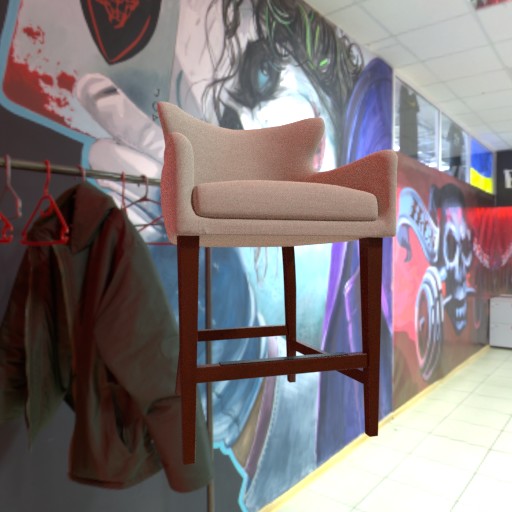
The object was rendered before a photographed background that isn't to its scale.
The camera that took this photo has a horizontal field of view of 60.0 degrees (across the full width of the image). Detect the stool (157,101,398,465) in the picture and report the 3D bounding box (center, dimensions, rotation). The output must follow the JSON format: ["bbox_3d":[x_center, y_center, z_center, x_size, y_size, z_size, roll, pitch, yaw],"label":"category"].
[{"bbox_3d":[0.000,0.000,1.399,0.615,0.987,0.637,0,1,-18],"label":"stool"}]
